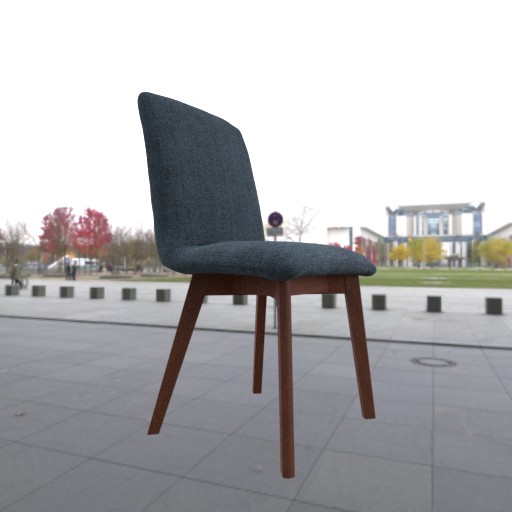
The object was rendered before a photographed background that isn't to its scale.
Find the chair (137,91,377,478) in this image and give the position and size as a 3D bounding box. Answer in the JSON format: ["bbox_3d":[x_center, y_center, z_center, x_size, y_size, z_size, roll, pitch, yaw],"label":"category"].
[{"bbox_3d":[0.000,0.000,1.310,0.563,0.974,0.522,-1,-1,37],"label":"chair"}]
